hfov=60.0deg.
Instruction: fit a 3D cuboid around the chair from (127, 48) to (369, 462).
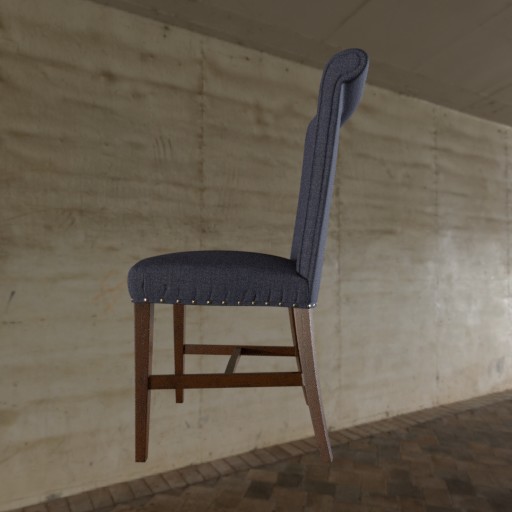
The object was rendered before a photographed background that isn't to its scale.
[{"bbox_3d":[0.000,0.000,1.297,0.608,0.988,0.513,0,-2,2],"label":"chair"}]
